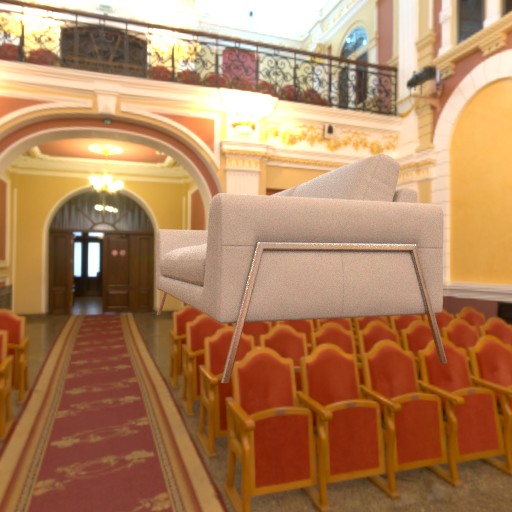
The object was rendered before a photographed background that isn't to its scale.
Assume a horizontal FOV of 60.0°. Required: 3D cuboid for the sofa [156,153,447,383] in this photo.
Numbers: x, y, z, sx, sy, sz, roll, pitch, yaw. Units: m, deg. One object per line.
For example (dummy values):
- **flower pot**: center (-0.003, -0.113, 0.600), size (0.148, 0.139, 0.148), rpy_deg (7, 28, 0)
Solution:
- **sofa**: center (0.000, 0.000, 2.578), size (0.953, 0.875, 2.017), rpy_deg (0, -1, -19)
